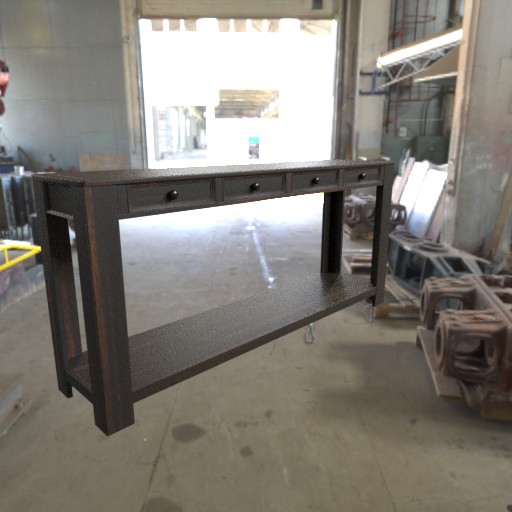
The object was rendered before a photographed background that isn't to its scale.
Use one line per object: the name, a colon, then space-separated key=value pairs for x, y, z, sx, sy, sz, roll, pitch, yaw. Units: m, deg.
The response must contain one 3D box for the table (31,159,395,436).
table: x=0.000 y=0.000 z=1.920 sx=1.631 sy=0.762 sz=0.384 roll=-14 pitch=20 yaw=-43
